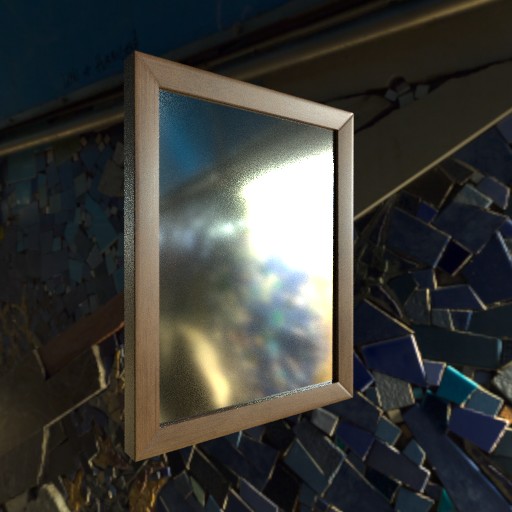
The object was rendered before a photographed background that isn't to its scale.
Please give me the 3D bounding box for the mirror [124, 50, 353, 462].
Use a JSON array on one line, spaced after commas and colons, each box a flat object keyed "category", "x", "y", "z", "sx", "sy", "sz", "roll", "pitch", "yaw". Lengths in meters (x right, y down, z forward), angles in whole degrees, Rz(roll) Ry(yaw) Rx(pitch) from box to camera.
[{"category": "mirror", "x": 0.000, "y": 0.000, "z": 0.684, "sx": 0.405, "sy": 0.508, "sz": 0.041, "roll": 0, "pitch": 1, "yaw": -37}]
